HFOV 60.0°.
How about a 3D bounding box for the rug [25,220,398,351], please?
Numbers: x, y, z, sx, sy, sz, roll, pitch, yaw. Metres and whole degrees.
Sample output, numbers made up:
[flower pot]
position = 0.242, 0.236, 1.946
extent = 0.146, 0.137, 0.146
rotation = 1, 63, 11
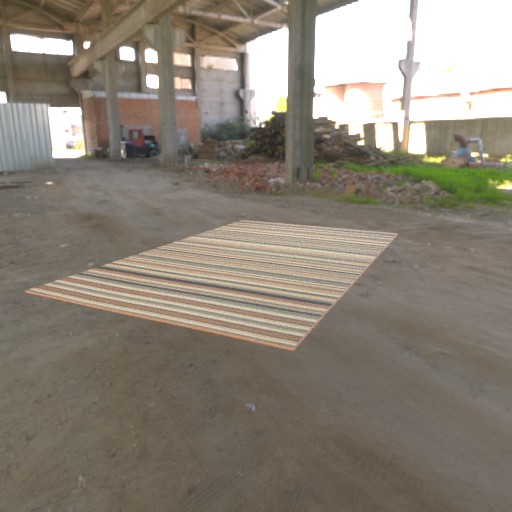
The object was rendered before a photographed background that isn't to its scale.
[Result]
[rug]
position = 0.000, 0.000, 3.070
extent = 1.523, 0.014, 2.438
rotation = 7, 16, 25
